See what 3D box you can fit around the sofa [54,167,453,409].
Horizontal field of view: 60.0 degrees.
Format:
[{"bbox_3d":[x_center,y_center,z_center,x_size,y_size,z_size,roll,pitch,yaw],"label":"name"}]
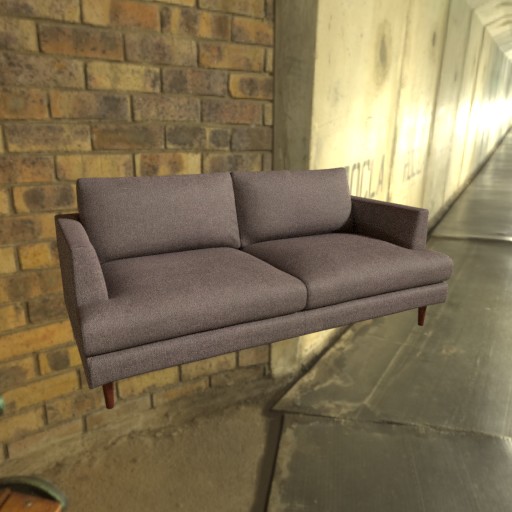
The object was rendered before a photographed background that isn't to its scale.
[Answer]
[{"bbox_3d":[0.000,0.000,2.436,1.948,0.868,1.020,-8,17,-26],"label":"sofa"}]
